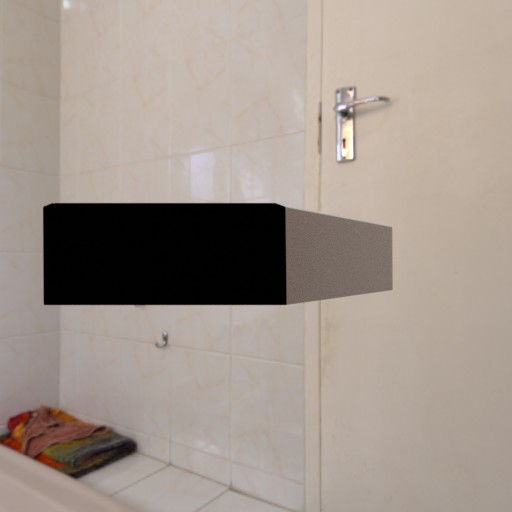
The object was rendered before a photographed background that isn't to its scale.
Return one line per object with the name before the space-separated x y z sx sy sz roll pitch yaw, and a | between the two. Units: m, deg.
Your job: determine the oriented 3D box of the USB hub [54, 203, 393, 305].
USB hub | 0.000 0.000 0.128 0.044 0.023 0.110 -1 -1 36
